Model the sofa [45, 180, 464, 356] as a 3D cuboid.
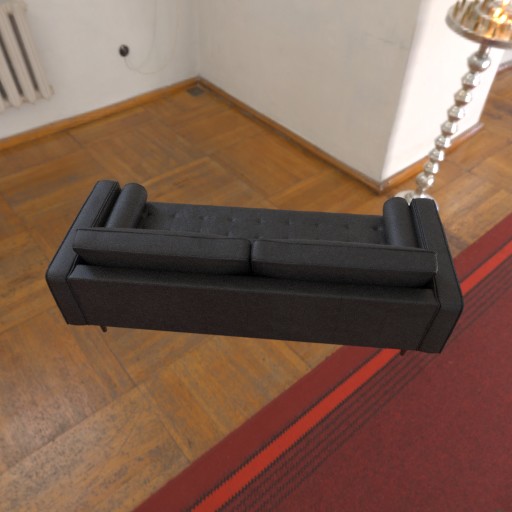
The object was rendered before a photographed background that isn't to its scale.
[{"bbox_3d":[0.000,0.000,2.700,2.210,0.762,0.914,4,46,4],"label":"sofa"}]
